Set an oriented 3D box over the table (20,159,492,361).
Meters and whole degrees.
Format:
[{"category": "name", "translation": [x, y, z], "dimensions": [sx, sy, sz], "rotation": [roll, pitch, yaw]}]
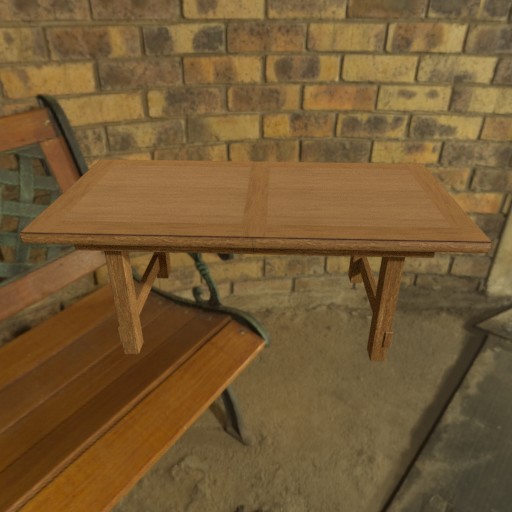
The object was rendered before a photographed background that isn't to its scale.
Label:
[{"category": "table", "translation": [0.000, 0.000, 2.475], "dimensions": [1.982, 0.762, 1.000], "rotation": [1, 30, 2]}]
